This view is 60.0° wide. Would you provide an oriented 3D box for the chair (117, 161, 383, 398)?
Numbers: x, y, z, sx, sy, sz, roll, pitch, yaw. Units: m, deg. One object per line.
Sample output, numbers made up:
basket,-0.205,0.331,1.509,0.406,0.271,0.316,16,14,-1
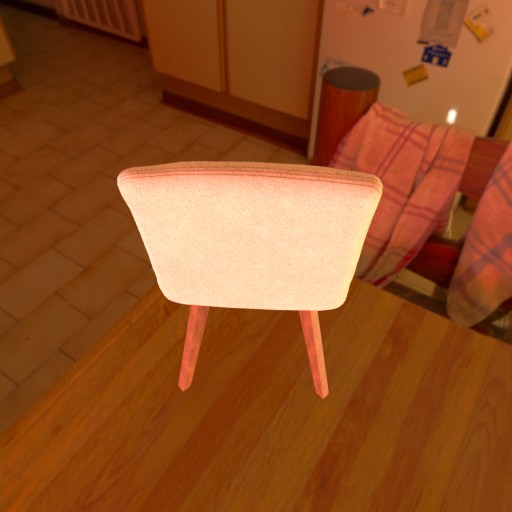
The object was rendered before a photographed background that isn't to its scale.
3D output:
chair,0.000,0.000,1.277,0.522,0.974,0.563,2,48,2
